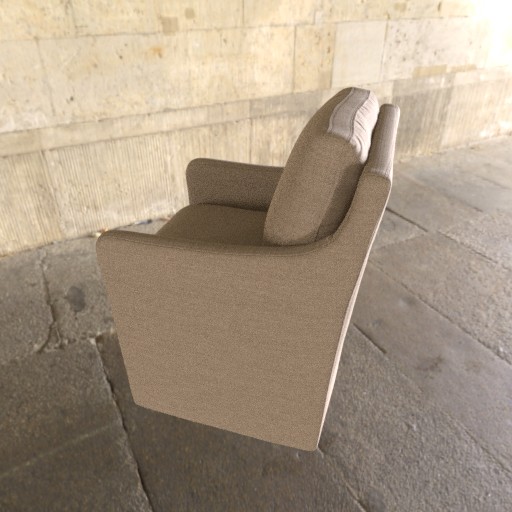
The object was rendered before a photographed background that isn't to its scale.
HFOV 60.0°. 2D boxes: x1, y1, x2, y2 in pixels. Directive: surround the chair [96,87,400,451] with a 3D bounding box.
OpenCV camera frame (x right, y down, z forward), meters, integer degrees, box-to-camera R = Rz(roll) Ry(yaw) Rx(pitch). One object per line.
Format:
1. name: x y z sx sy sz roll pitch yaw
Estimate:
1. chair: 0.000 0.000 1.334 0.694 0.914 0.626 9 33 14
